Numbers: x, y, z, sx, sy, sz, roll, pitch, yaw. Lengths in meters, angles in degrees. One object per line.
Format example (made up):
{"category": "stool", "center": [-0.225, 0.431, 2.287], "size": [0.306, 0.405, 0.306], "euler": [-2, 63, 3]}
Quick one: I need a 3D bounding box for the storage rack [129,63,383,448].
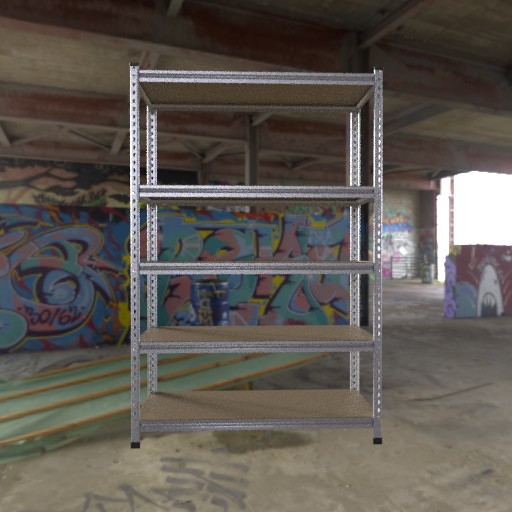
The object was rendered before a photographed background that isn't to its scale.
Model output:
{"category": "storage rack", "center": [0.000, 0.000, 2.351], "size": [1.219, 1.829, 0.457], "euler": [0, 1, -2]}
